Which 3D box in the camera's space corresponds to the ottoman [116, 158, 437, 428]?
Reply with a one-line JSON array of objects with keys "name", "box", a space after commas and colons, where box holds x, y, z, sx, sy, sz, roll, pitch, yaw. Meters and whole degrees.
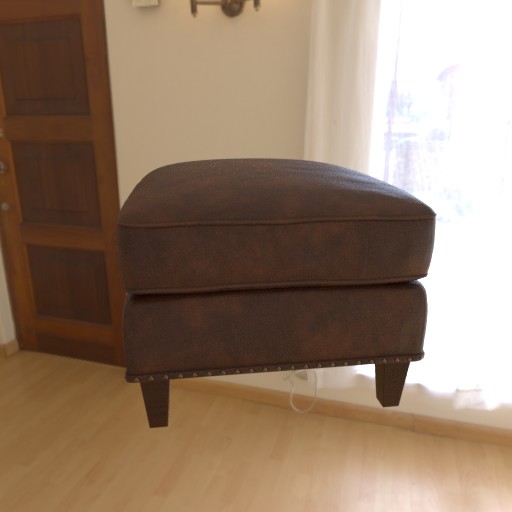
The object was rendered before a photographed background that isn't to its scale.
[{"name": "ottoman", "box": [0.000, 0.000, 1.149, 0.586, 0.486, 0.742, -2, 16, -8]}]
